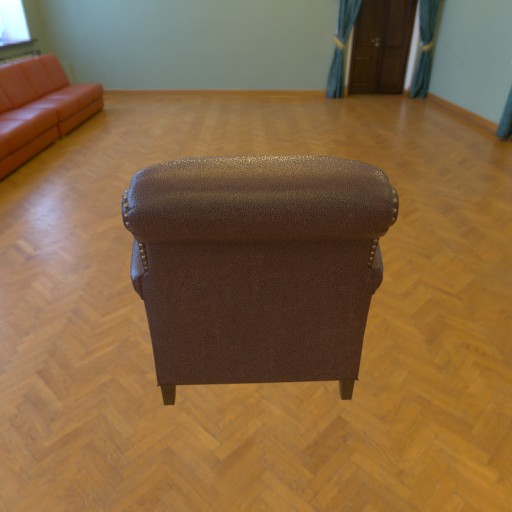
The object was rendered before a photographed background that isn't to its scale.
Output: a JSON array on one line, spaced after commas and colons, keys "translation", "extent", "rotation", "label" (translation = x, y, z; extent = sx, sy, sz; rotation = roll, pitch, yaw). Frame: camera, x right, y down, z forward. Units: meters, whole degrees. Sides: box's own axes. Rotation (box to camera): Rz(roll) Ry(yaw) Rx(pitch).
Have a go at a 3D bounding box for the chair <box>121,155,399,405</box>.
[{"translation": [0.000, 0.000, 1.634], "extent": [0.854, 0.927, 0.890], "rotation": [-1, 30, -2], "label": "chair"}]
